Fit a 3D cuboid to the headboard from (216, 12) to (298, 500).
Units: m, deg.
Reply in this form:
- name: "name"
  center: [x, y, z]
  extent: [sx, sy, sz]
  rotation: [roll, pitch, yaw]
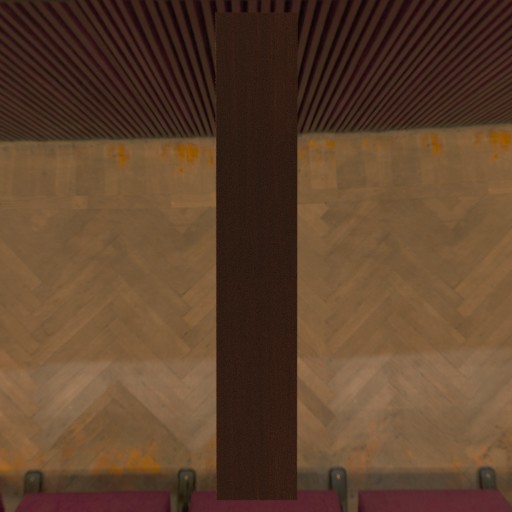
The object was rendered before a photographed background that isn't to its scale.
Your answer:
- name: "headboard"
  center: [0.000, 0.000, 2.064]
  extent: [0.279, 1.092, 1.671]
  rotation: [0, 91, 0]
